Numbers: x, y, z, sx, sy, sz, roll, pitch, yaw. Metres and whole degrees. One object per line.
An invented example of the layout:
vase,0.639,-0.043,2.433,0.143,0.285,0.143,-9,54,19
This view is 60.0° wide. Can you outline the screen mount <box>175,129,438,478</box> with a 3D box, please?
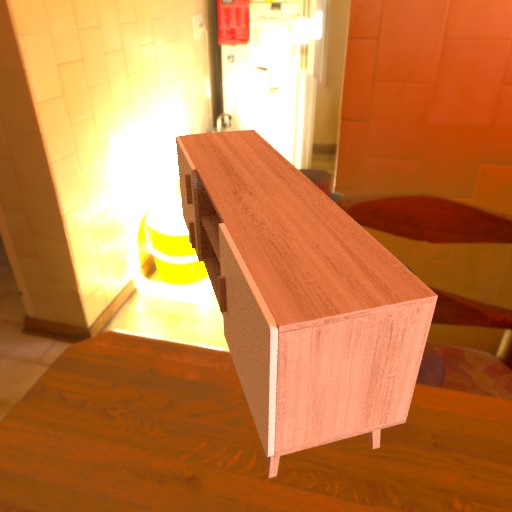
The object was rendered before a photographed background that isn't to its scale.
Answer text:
screen mount,0.000,0.000,1.718,0.420,0.570,1.500,-8,32,-14
